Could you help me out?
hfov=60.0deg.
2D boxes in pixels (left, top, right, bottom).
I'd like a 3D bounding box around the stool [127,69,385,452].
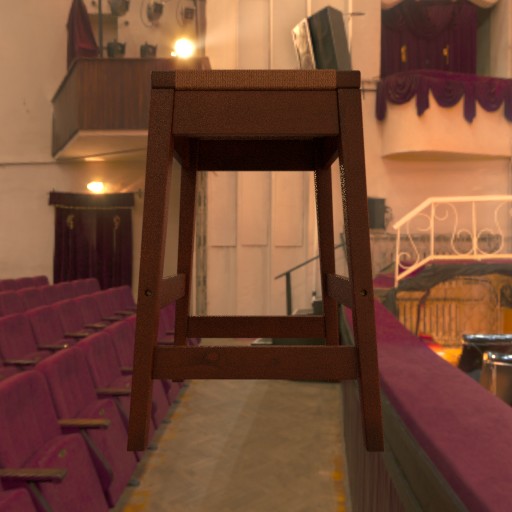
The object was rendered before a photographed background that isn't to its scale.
[{"bbox_3d":[0.000,0.000,1.113,0.507,0.762,0.497,0,0,0],"label":"stool"}]
